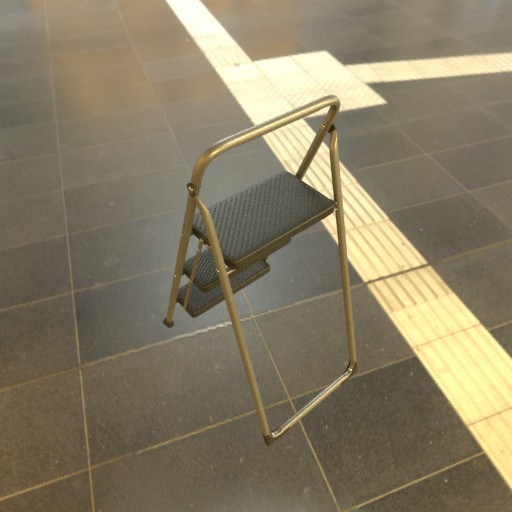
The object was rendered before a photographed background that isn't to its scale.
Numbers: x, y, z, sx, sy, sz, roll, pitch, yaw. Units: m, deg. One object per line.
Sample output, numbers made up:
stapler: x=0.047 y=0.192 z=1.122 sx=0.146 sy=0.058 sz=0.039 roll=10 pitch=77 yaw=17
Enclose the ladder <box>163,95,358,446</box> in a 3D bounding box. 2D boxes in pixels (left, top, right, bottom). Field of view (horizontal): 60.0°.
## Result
ladder: x=0.000 y=0.000 z=1.301 sx=0.430 sy=0.945 sz=0.629 roll=-31 pitch=53 yaw=-26
